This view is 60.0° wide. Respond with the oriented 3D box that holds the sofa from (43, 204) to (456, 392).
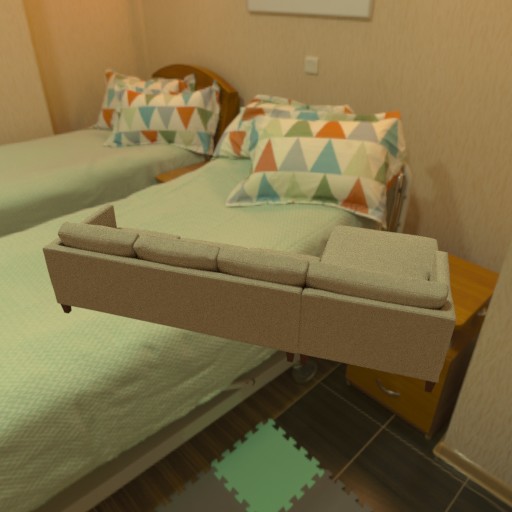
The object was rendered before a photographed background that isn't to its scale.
[{"bbox_3d":[0.000,0.000,4.008,3.186,0.846,1.625,9,32,15],"label":"sofa"}]
